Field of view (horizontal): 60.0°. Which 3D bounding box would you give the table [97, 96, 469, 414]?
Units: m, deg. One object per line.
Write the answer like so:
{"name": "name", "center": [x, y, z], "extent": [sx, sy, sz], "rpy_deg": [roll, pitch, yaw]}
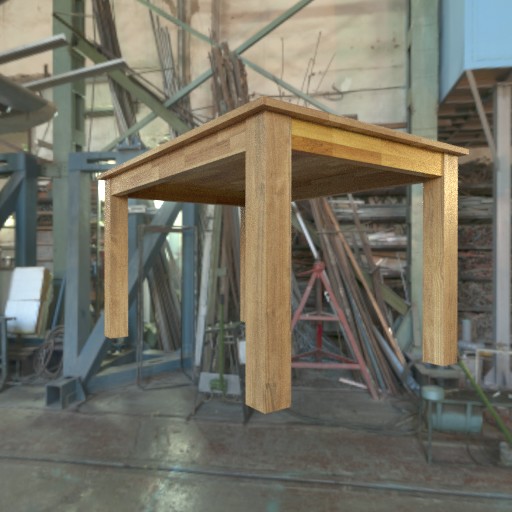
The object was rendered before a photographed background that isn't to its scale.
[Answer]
{"name": "table", "center": [0.000, 0.000, 1.817], "extent": [0.900, 0.750, 1.300], "rpy_deg": [0, 0, -36]}
